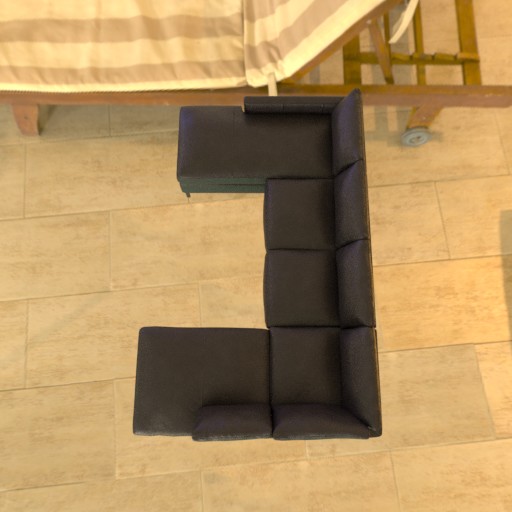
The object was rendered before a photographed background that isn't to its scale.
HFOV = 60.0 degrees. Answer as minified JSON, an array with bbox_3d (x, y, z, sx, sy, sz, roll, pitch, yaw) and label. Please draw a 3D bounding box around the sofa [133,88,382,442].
[{"bbox_3d":[0.000,0.000,3.885,1.939,0.900,2.956,0,76,0],"label":"sofa"}]
